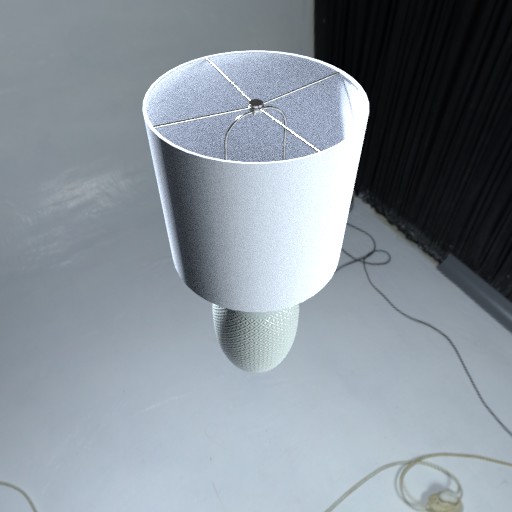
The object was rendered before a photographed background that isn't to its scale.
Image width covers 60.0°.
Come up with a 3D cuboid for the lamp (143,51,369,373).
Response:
[{"bbox_3d":[0.000,0.000,0.596,0.217,0.453,0.217,-24,52,-20],"label":"lamp"}]
